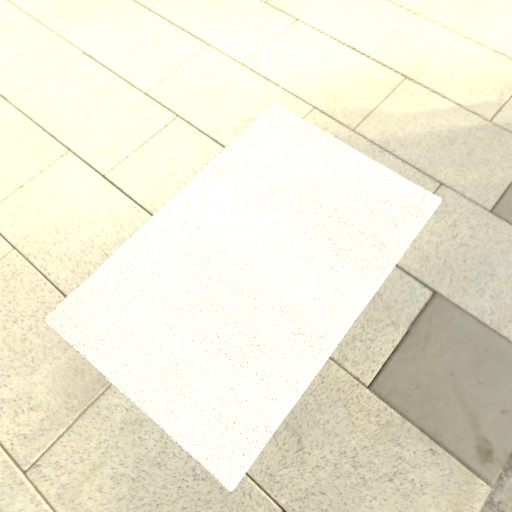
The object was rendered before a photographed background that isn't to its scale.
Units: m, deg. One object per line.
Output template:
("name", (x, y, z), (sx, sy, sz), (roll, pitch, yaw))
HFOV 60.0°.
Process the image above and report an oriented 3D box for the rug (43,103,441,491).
("rug", (0.000, 0.000, 3.444), (1.778, 0.030, 2.743), (35, 68, 16))
